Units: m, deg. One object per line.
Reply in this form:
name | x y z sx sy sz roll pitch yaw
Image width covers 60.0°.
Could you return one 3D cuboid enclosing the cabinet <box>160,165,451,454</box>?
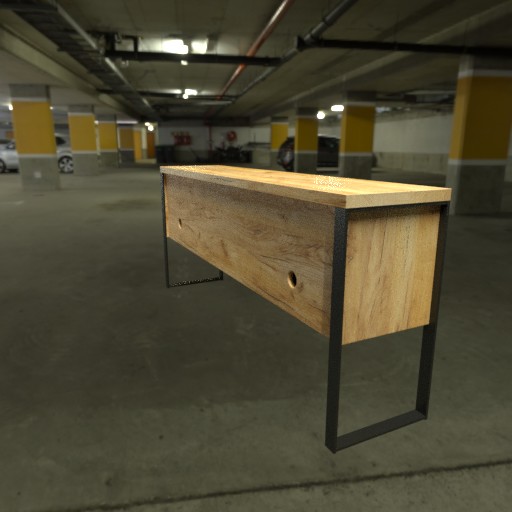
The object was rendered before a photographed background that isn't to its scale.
cabinet | 0.000 0.000 2.082 0.395 0.762 1.800 -7 16 -26
